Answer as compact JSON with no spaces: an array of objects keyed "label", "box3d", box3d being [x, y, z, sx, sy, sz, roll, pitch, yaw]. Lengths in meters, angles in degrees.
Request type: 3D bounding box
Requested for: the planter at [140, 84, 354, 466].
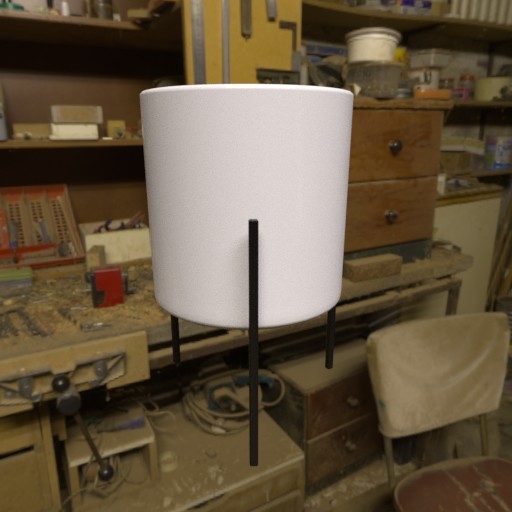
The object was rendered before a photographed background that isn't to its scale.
[{"label":"planter","box3d":[0.000,0.000,0.516,0.239,0.356,0.239,-8,18,-26]}]
